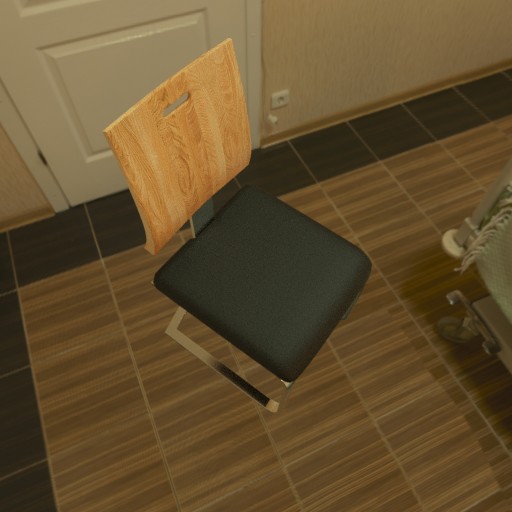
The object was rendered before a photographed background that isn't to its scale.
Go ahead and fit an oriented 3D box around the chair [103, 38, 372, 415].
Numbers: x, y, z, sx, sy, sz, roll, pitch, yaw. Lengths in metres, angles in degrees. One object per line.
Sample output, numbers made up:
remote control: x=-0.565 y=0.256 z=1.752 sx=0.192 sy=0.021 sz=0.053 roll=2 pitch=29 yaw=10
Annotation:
chair: x=0.000 y=0.000 z=1.231 sx=0.560 sy=0.936 sz=0.462 roll=32 pitch=63 yaw=19
